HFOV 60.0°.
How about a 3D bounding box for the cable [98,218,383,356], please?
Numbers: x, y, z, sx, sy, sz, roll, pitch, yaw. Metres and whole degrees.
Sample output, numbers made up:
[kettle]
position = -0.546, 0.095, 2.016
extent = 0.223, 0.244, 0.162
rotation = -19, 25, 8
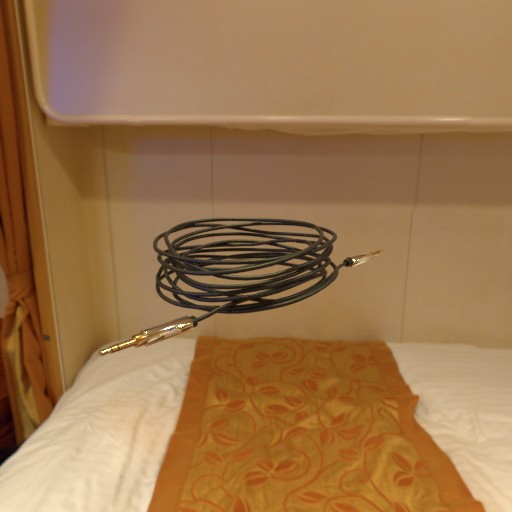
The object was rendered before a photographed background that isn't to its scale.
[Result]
[cable]
position = 0.000, 0.000, 0.509
extent = 0.432, 0.069, 0.198
rotation = -14, 20, -42
